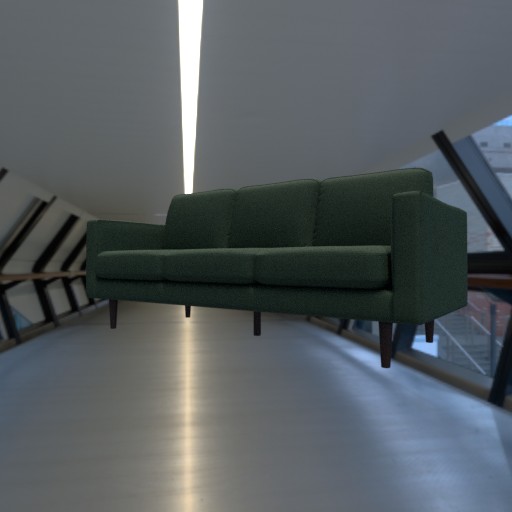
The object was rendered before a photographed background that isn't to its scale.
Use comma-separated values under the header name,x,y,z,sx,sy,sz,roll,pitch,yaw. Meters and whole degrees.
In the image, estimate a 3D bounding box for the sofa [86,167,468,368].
name,x,y,z,sx,sy,sz,roll,pitch,yaw
sofa,0.000,0.000,2.496,2.029,0.899,0.879,0,-1,36
